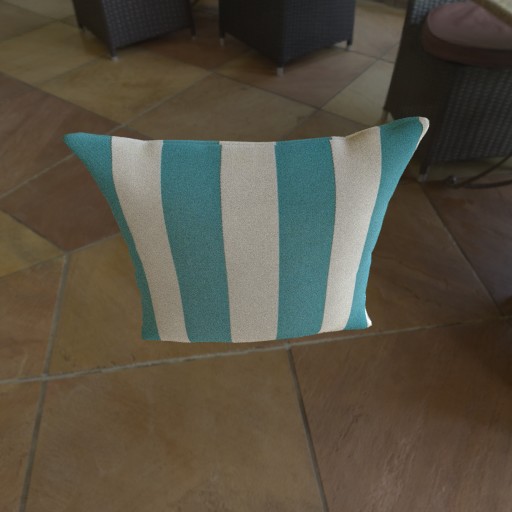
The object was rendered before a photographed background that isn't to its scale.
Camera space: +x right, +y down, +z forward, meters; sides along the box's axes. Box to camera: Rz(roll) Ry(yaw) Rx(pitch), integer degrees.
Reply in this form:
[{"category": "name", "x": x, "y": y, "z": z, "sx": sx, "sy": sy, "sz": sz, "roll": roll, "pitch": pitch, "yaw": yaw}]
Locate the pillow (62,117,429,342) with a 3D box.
[{"category": "pillow", "x": 0.000, "y": 0.000, "z": 0.813, "sx": 0.536, "sy": 0.526, "sz": 0.189, "roll": -4, "pitch": 47, "yaw": -4}]
